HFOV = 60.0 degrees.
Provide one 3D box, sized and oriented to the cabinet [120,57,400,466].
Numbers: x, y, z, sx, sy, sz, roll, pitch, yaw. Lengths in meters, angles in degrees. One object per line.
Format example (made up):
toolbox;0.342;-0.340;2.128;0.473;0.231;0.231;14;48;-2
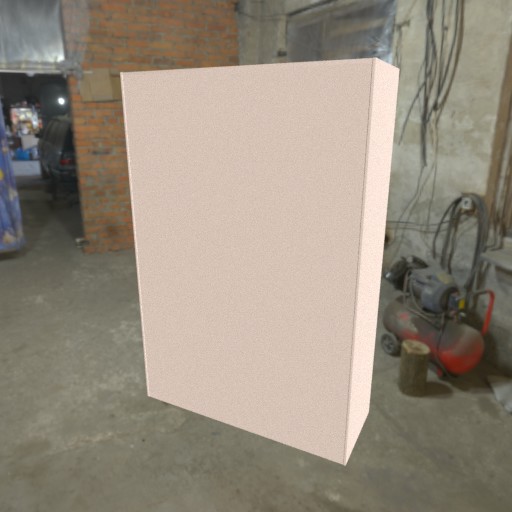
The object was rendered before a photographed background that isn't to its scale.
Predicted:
cabinet;0.000;0.000;2.469;1.290;1.910;0.510;9;19;26
